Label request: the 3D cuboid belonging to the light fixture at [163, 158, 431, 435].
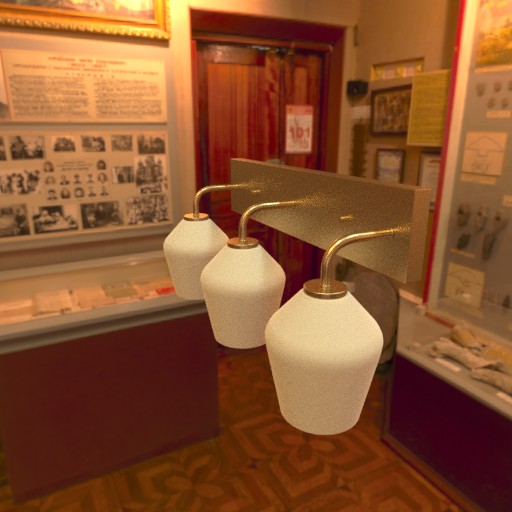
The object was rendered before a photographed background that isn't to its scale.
[{"bbox_3d":[0.000,0.000,0.742,0.190,0.280,0.609,-8,18,-25],"label":"light fixture"}]
